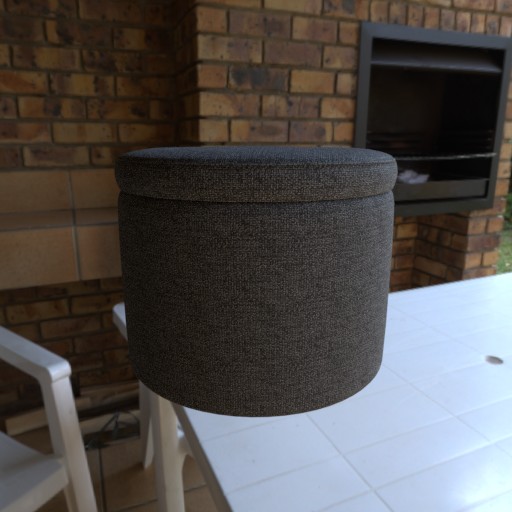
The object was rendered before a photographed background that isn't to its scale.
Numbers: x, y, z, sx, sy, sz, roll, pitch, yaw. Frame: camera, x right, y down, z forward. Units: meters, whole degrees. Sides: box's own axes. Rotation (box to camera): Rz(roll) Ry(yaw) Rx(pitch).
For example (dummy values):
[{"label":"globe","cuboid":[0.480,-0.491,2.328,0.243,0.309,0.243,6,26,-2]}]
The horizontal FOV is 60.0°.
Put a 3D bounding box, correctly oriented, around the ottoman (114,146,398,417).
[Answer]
[{"label":"ottoman","cuboid":[0.000,0.000,0.892,0.520,0.430,0.520,0,15,0]}]
